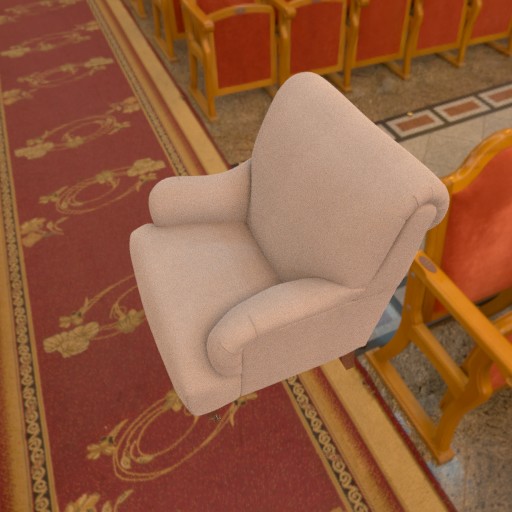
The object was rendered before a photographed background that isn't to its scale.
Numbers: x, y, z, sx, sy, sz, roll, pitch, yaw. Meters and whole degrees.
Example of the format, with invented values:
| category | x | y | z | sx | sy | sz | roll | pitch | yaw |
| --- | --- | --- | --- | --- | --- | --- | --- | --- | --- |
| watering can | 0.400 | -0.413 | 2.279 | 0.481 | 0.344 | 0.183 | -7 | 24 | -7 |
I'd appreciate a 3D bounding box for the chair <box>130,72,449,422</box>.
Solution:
| category | x | y | z | sx | sy | sz | roll | pitch | yaw |
| --- | --- | --- | --- | --- | --- | --- | --- | --- | --- |
| chair | 0.000 | 0.000 | 1.575 | 0.842 | 0.942 | 0.766 | -18 | 50 | -16 |
